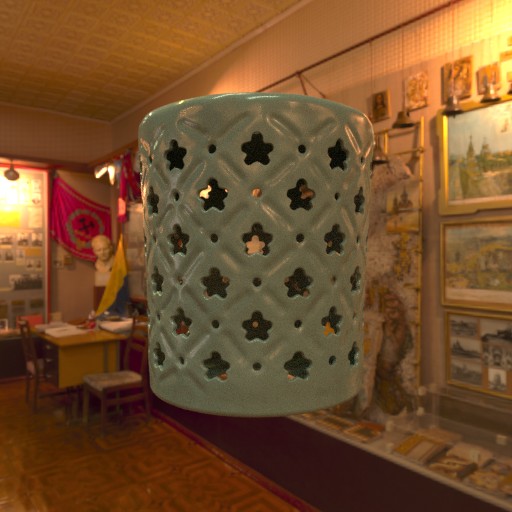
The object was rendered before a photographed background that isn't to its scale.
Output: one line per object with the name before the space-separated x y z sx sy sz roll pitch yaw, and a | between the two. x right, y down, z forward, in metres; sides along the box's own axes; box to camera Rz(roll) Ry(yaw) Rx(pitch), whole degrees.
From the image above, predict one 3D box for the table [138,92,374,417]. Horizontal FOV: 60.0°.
table | 0.000 0.000 0.681 0.352 0.387 0.352 0 0 0
